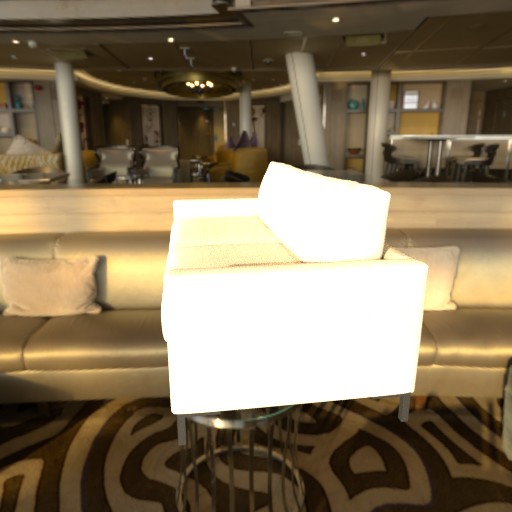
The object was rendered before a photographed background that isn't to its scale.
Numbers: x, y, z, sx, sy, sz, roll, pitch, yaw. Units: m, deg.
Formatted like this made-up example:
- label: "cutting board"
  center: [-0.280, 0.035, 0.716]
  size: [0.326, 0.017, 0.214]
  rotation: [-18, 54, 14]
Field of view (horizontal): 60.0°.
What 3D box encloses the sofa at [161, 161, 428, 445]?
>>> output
- label: "sofa"
  center: [0.000, 0.000, 2.124]
  size: [0.839, 0.812, 1.651]
  rotation: [-2, 15, -9]
